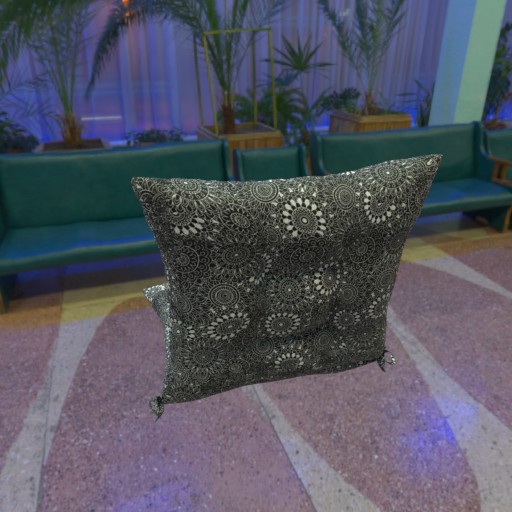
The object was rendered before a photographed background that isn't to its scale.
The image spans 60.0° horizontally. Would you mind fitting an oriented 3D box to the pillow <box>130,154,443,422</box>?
[{"bbox_3d":[0.000,0.000,0.992,0.541,0.536,0.585,-8,27,-15],"label":"pillow"}]
